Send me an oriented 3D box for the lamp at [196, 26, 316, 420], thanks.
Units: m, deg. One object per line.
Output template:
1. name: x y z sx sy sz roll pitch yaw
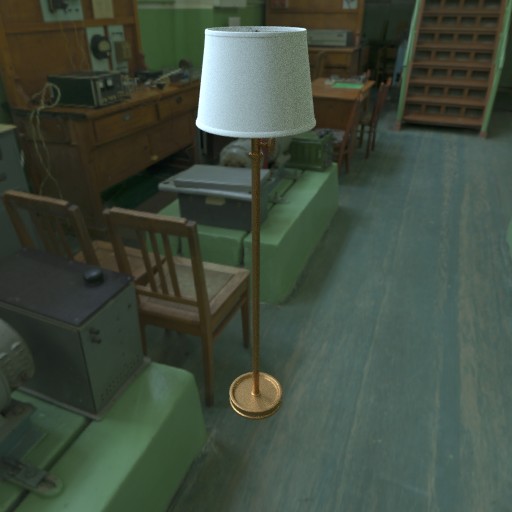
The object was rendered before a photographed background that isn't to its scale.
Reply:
1. lamp: 0.000 0.000 0.779 0.178 0.710 0.178 0 30 0
